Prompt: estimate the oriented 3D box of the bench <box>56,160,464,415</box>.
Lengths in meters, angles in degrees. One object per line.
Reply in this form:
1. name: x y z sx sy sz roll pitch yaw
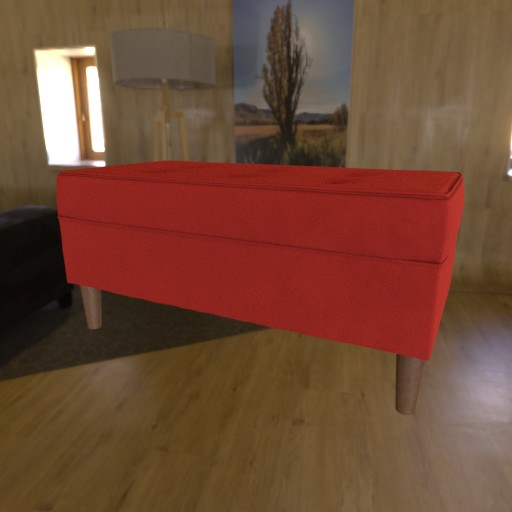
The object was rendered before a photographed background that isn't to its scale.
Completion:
1. bench: 0.000 0.000 1.248 1.016 0.471 0.492 8 18 26
